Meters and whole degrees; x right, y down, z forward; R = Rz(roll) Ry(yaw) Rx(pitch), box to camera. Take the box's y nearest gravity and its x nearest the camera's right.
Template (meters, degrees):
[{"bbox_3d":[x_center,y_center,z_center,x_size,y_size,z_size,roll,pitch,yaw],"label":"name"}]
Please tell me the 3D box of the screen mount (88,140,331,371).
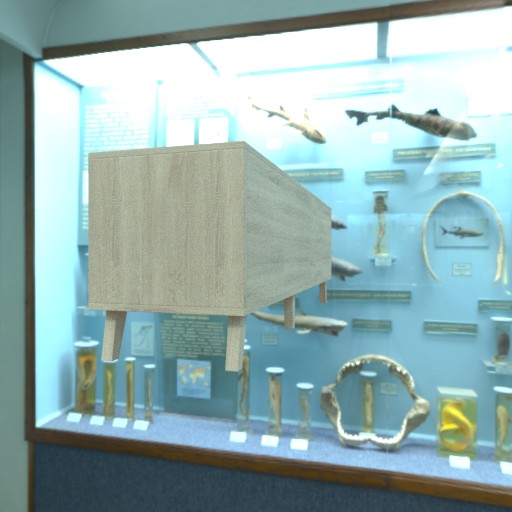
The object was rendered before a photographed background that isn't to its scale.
[{"bbox_3d":[0.000,0.000,1.739,0.400,0.510,1.500,0,0,17],"label":"screen mount"}]
